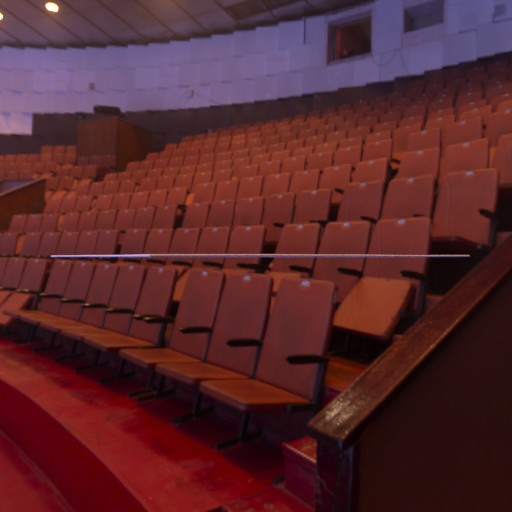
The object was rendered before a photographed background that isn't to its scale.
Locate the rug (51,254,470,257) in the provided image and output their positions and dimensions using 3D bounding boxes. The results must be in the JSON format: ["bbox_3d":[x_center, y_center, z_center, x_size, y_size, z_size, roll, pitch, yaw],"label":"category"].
[{"bbox_3d":[0.000,0.000,4.105,3.055,0.021,2.410,0,0,-36],"label":"rug"}]
